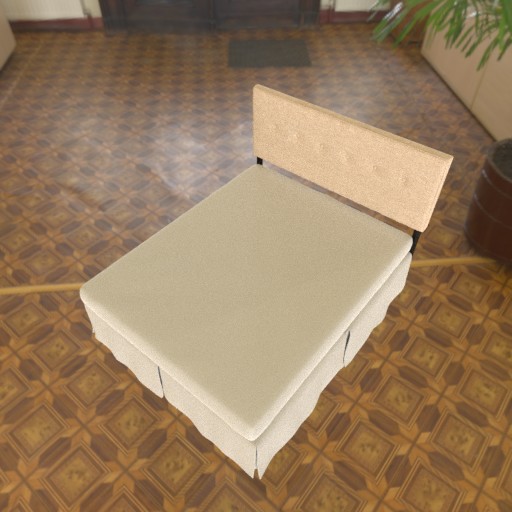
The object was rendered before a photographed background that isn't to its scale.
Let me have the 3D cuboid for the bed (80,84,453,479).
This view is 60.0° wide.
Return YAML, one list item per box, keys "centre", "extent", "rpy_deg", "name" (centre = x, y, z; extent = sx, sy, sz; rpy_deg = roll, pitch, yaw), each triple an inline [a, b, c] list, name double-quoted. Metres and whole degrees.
- centre: [0.000, 0.000, 3.044]
  extent: [1.643, 1.270, 1.978]
  rpy_deg: [31, 53, 26]
  name: "bed"
